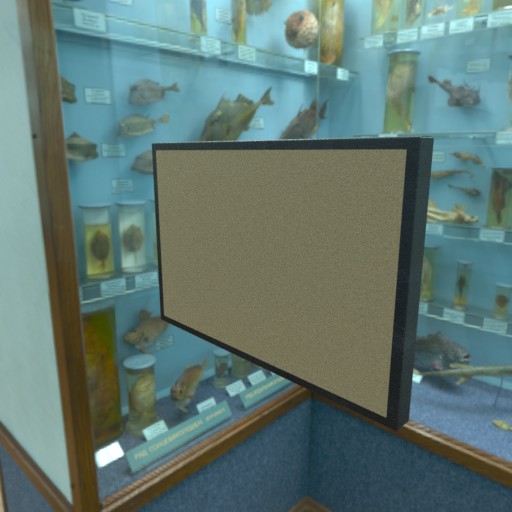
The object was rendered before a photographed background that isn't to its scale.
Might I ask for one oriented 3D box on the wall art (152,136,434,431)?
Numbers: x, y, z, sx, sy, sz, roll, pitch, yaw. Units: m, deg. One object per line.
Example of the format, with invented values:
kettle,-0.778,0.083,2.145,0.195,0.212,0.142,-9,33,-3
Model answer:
wall art,0.000,0.000,0.809,0.038,0.409,0.610,-13,18,-43
